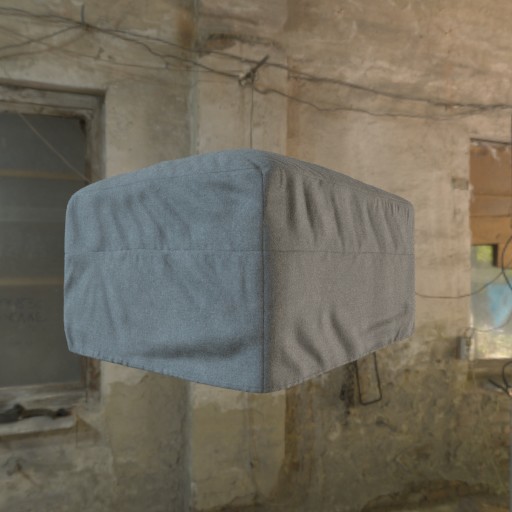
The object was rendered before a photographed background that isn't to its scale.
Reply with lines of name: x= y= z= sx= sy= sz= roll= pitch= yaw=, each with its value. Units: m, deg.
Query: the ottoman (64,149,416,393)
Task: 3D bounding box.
ottoman: x=0.000 y=0.000 z=1.259 sx=0.683 sy=0.481 sz=0.837 roll=-1 pitch=-1 yaw=37
